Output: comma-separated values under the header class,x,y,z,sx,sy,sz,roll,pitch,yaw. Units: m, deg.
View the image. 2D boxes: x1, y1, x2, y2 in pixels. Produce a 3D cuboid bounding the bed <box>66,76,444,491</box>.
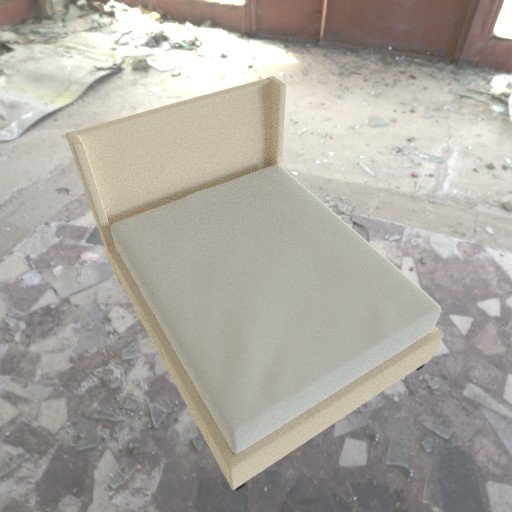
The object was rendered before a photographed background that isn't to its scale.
class,x,y,z,sx,sy,sz,roll,pitch,yaw
bed,0.000,0.000,3.304,1.765,1.471,2.280,-24,51,-22
